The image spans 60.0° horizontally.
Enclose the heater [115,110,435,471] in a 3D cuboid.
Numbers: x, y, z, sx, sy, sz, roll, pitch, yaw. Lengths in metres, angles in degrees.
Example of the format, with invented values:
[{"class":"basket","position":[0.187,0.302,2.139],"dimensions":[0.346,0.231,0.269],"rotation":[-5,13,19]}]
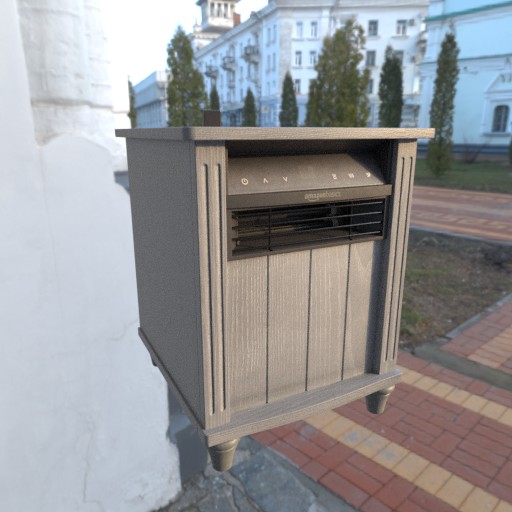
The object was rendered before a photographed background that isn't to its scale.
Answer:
[{"class":"heater","position":[0.000,0.000,0.744],"dimensions":[0.362,0.481,0.400],"rotation":[-8,17,-26]}]
